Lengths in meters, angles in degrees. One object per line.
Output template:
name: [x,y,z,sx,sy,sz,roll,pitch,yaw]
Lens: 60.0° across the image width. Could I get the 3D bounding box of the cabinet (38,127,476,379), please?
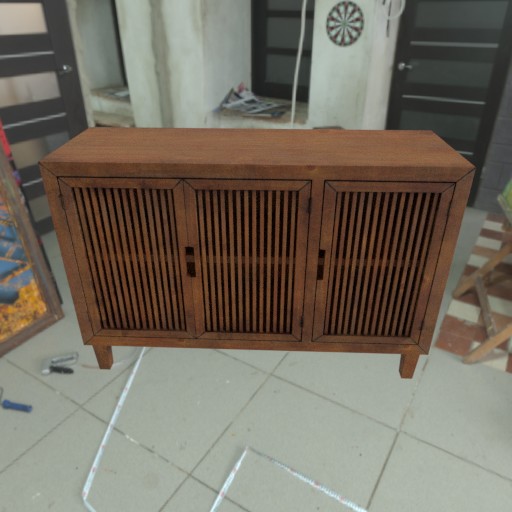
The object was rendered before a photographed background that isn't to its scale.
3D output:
cabinet: [0.000,0.000,1.588,1.204,0.805,0.403,1,30,2]
